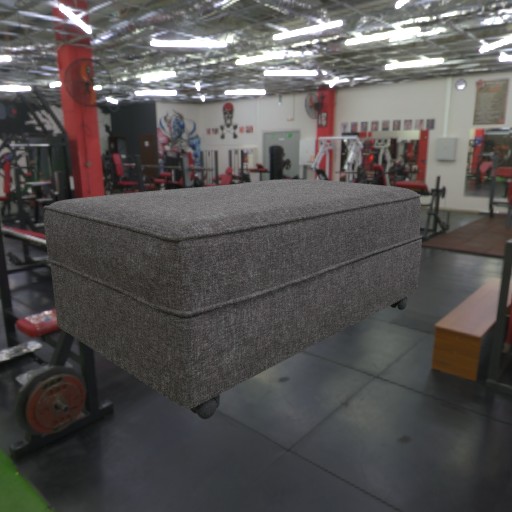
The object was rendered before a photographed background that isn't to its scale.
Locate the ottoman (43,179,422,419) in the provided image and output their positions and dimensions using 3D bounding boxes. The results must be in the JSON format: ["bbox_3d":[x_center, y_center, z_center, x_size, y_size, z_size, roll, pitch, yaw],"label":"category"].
[{"bbox_3d":[0.000,0.000,1.558,0.717,0.487,1.184,13,19,42],"label":"ottoman"}]
